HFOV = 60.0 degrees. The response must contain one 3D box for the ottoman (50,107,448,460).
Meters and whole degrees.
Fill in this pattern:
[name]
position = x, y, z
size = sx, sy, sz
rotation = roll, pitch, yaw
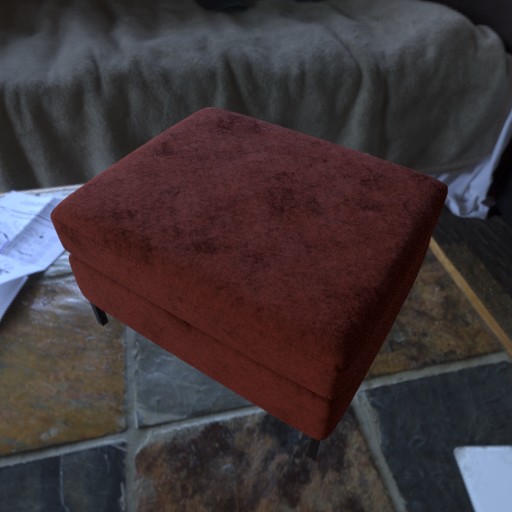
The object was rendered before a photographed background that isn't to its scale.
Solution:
[ottoman]
position = 0.000, 0.000, 1.208
size = 0.782, 0.462, 0.650
rotation = 25, 50, 22
